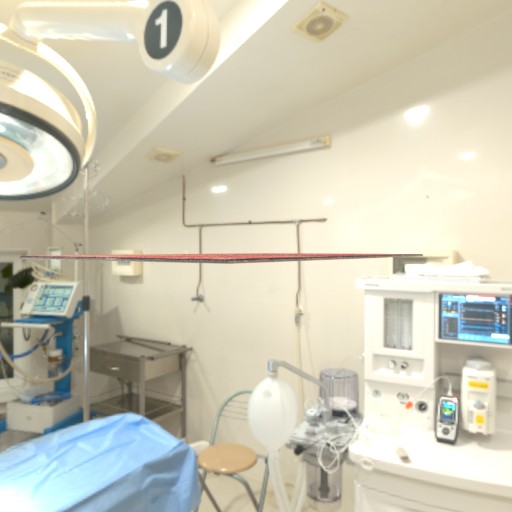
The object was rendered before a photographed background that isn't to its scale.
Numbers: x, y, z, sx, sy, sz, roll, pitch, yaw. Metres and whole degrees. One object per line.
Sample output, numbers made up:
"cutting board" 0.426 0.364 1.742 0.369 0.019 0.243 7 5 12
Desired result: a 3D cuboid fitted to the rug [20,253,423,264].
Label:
"rug" 0.000 0.000 3.027 1.539 0.018 2.449 1 1 36
